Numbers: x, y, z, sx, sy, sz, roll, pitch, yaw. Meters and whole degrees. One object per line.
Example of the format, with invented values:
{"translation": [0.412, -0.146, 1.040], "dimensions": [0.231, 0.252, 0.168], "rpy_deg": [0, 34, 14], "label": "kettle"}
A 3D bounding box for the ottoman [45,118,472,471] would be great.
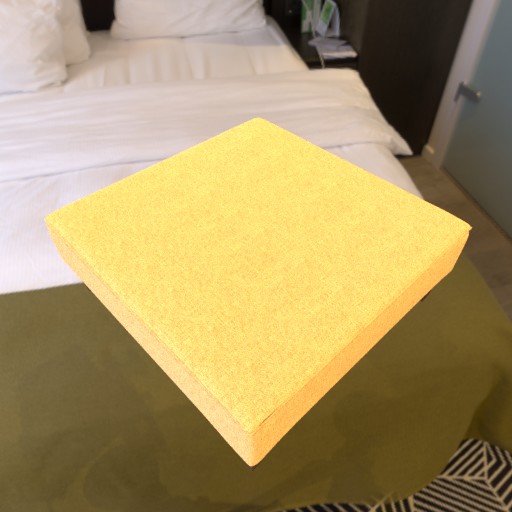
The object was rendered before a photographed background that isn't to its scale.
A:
{"translation": [0.000, 0.000, 1.509], "dimensions": [0.970, 0.378, 0.981], "rpy_deg": [-34, 54, -29], "label": "ottoman"}
